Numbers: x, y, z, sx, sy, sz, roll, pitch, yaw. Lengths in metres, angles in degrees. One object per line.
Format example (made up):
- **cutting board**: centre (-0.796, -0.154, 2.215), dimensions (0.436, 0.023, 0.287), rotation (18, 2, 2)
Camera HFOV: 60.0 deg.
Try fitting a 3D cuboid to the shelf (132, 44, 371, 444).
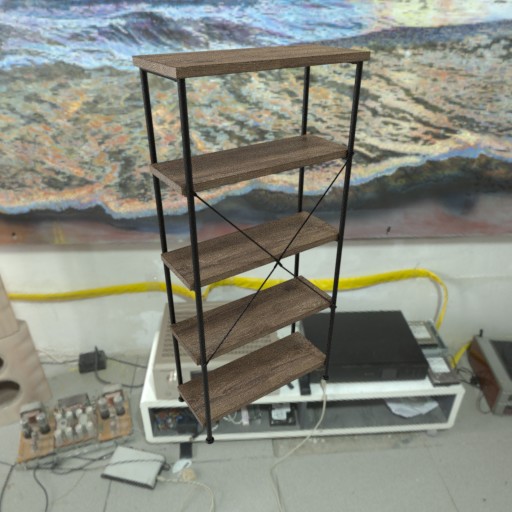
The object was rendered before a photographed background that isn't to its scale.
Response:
- **shelf**: centre (0.000, 0.000, 2.035), dimensions (0.800, 1.700, 0.360), rotation (-19, 35, -29)
